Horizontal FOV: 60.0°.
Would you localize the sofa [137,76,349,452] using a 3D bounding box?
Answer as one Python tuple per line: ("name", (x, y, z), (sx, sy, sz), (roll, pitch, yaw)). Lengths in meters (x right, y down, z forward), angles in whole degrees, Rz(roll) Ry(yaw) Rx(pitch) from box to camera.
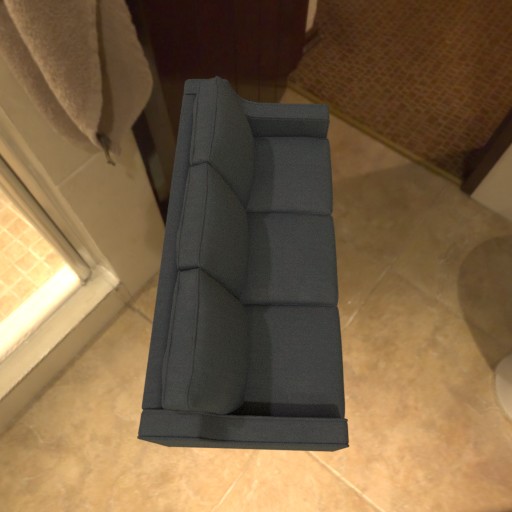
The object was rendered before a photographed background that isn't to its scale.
("sofa", (0.000, 0.000, 2.504), (0.911, 0.974, 1.986), (1, 64, 1))
